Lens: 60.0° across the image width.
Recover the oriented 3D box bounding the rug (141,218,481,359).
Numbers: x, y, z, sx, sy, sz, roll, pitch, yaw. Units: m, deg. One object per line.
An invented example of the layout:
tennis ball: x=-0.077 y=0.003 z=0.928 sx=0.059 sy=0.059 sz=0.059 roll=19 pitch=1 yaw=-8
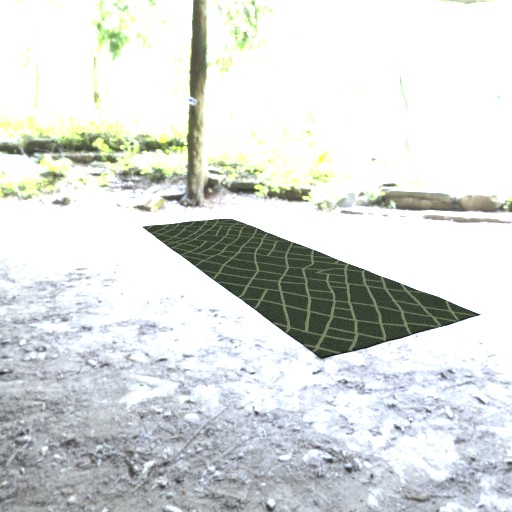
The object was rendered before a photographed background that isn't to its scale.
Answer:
rug: x=0.000 y=0.000 z=2.669 sx=0.807 sy=0.010 sz=2.476 roll=-8 pitch=17 yaw=-27
